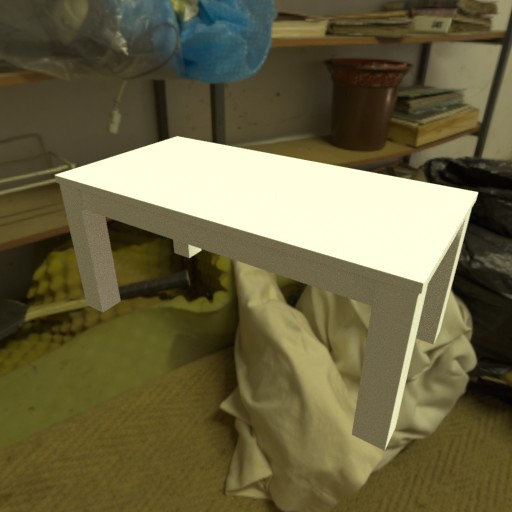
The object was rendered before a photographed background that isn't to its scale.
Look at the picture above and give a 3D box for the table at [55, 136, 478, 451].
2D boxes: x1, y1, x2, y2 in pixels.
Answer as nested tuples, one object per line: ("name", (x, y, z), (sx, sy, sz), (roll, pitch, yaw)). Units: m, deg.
("table", (0.000, 0.000, 2.288), (1.800, 0.790, 0.900), (18, 34, 29))
